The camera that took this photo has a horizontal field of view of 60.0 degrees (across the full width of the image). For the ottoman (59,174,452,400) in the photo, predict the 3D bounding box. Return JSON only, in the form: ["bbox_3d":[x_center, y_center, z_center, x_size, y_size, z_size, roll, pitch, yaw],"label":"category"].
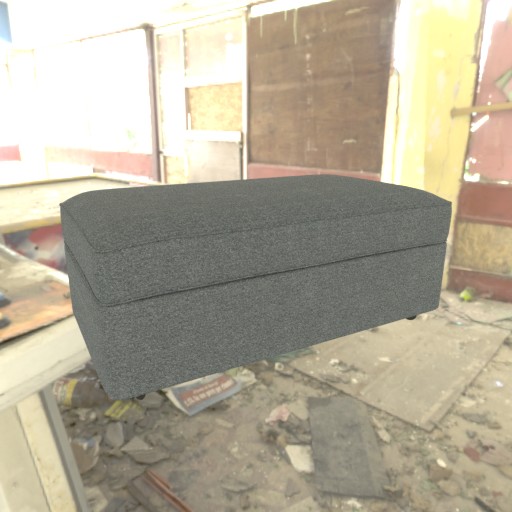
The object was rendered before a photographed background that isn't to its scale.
[{"bbox_3d":[0.000,0.000,1.548,1.173,0.494,0.681,-9,19,-28],"label":"ottoman"}]
